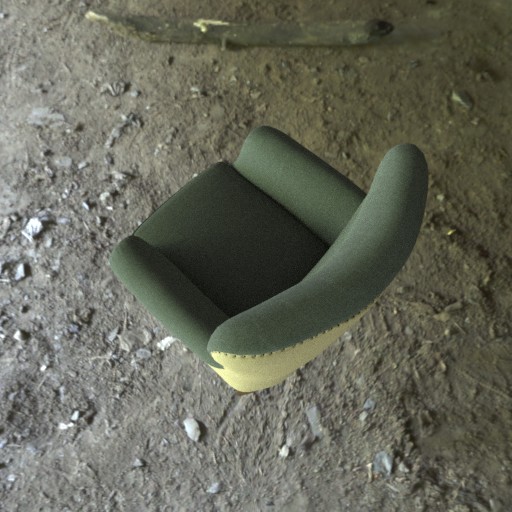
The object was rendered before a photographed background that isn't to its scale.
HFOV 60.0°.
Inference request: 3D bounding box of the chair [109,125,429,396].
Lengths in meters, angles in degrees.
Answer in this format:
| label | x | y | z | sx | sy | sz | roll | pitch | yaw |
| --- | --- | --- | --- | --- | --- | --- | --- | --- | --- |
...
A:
| label | x | y | z | sx | sy | sz | roll | pitch | yaw |
| --- | --- | --- | --- | --- | --- | --- | --- | --- | --- |
| chair | 0.000 | 0.000 | 1.641 | 0.921 | 0.936 | 0.861 | 38 | 68 | 18 |
